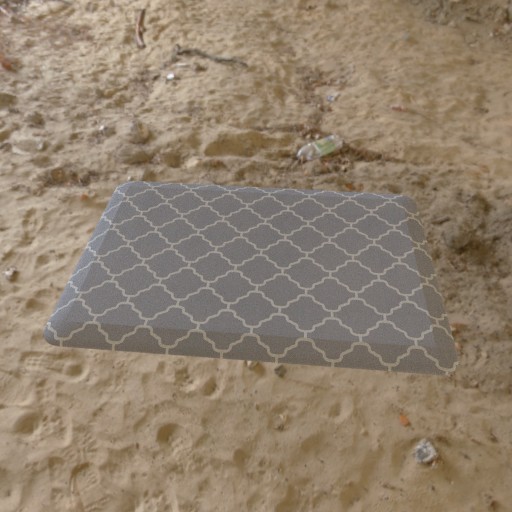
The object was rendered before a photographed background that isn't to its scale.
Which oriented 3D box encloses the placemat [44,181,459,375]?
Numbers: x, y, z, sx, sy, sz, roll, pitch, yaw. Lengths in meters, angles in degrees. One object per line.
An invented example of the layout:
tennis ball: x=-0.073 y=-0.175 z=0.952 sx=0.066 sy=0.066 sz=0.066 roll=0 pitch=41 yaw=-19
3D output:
placemat: x=0.000 y=0.000 z=0.961 sx=0.762 sy=0.021 sz=0.508 roll=3 pitch=45 yaw=3
